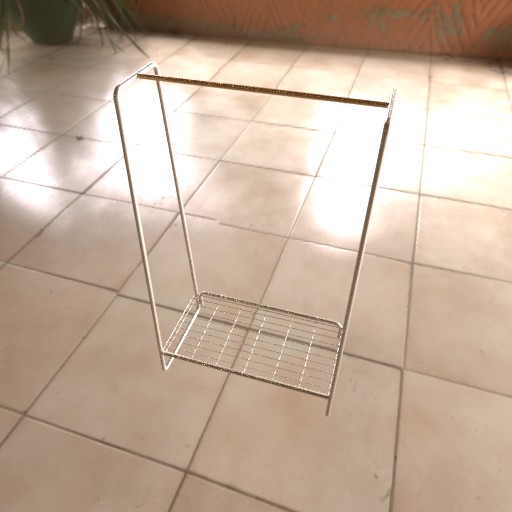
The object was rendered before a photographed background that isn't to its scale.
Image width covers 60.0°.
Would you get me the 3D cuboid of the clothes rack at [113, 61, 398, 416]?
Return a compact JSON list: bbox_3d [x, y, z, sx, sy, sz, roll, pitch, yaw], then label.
[{"bbox_3d":[0.000,0.000,1.961,0.900,1.500,0.495,12,43,13],"label":"clothes rack"}]
